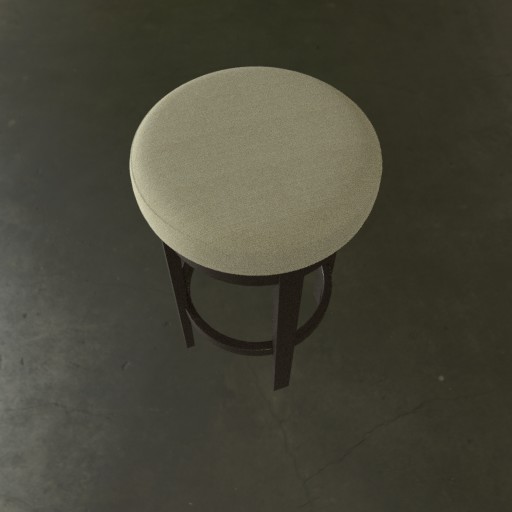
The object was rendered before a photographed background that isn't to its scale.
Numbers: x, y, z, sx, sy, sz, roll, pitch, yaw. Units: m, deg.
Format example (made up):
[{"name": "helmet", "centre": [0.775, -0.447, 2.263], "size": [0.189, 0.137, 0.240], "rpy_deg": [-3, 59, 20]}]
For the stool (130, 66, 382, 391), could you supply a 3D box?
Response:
[{"name": "stool", "centre": [0.000, 0.000, 1.043], "size": [0.446, 0.758, 0.446], "rpy_deg": [0, 59, 0]}]
